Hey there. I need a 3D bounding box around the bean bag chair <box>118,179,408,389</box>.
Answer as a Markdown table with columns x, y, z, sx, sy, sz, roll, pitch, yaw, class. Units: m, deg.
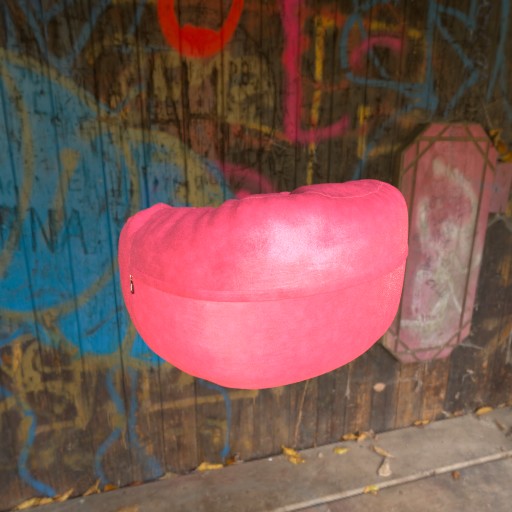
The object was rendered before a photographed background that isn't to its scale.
| x | y | z | sx | sy | sz | roll | pitch | yaw | class |
| --- | --- | --- | --- | --- | --- | --- | --- | --- | --- |
| 0.000 | 0.000 | 2.418 | 1.524 | 0.878 | 1.524 | -15 | 22 | -42 | bean bag chair |
